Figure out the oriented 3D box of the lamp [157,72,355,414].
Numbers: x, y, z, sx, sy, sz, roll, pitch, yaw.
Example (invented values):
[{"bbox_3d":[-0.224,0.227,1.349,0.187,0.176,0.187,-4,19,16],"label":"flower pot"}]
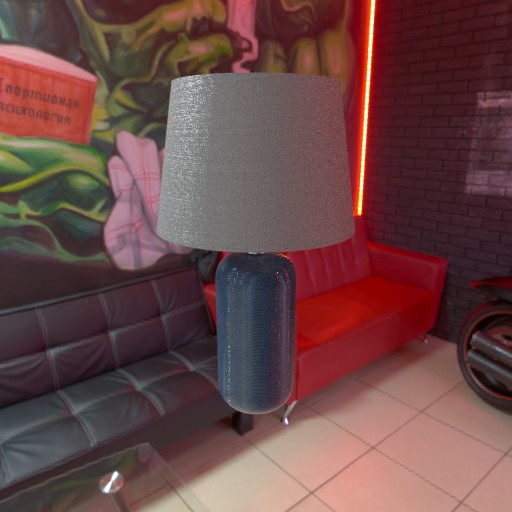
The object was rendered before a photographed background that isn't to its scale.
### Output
[{"bbox_3d":[0.000,0.000,0.587,0.253,0.428,0.253,0,16,0],"label":"lamp"}]
